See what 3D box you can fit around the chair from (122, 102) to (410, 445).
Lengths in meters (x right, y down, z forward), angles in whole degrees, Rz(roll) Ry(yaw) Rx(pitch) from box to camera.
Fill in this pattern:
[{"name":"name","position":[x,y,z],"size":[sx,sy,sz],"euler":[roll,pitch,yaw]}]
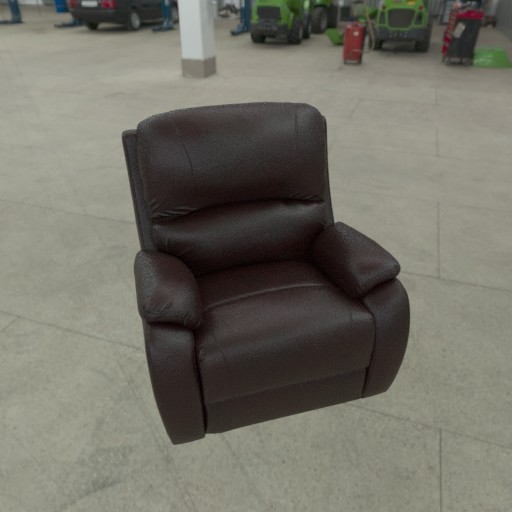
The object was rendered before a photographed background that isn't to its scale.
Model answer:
[{"name":"chair","position":[0.000,0.000,1.733],"size":[0.930,1.011,0.899],"euler":[-9,34,-14]}]
